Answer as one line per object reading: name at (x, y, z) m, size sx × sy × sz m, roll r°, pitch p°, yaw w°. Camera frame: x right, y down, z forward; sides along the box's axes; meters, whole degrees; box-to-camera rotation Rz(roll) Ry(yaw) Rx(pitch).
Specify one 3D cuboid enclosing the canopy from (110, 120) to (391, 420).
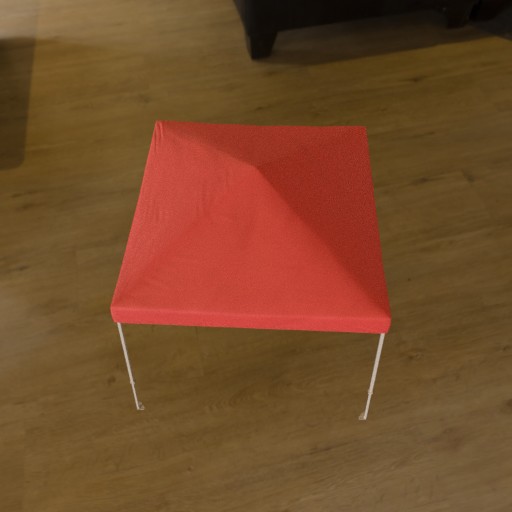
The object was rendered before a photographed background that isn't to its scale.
canopy at (0.000, 0.000, 6.417) m, size 3.599 × 3.600 × 3.600 m, roll 2°, pitch 57°, yaw 1°
